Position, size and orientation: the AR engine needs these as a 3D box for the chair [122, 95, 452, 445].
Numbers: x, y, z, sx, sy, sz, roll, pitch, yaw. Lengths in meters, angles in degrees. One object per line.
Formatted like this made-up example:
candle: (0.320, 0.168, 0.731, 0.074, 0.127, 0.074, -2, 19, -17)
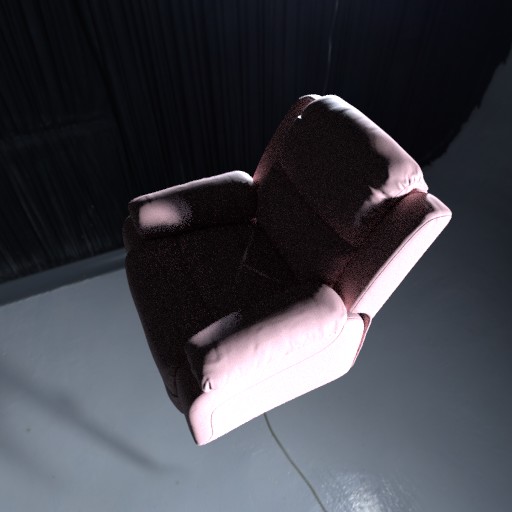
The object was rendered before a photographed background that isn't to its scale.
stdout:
chair: (0.000, 0.000, 1.255, 0.709, 0.702, 0.680, -19, 50, -16)
